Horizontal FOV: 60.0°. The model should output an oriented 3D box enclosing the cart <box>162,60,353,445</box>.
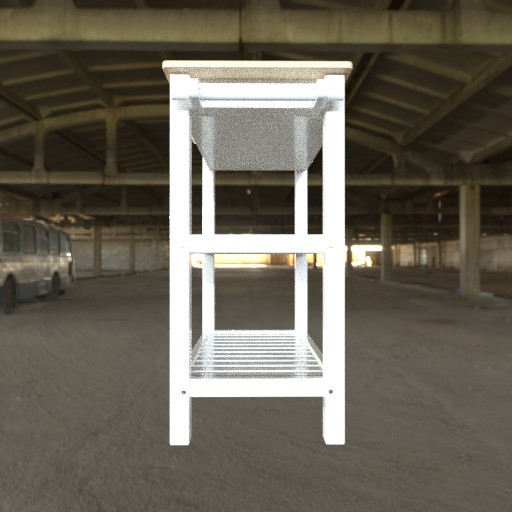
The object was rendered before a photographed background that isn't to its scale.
[{"bbox_3d":[0.000,0.000,1.441,0.457,0.927,0.899,0,0,-1],"label":"cart"}]
